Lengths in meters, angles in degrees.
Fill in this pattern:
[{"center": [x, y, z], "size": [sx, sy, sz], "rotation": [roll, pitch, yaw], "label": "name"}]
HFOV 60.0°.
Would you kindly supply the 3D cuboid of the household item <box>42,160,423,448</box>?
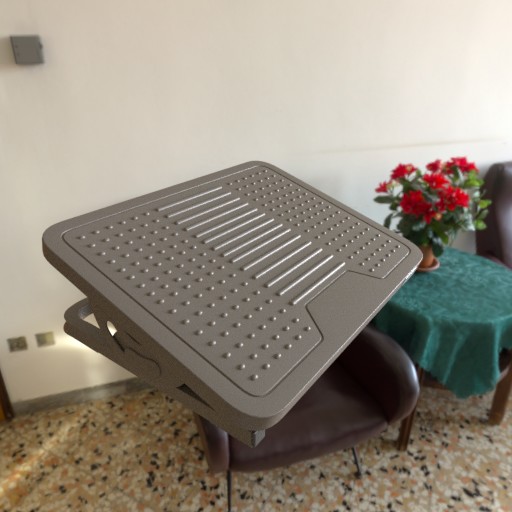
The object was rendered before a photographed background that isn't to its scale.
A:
[{"center": [0.000, 0.000, 0.534], "size": [0.301, 0.126, 0.390], "rotation": [18, 31, 33], "label": "household item"}]
